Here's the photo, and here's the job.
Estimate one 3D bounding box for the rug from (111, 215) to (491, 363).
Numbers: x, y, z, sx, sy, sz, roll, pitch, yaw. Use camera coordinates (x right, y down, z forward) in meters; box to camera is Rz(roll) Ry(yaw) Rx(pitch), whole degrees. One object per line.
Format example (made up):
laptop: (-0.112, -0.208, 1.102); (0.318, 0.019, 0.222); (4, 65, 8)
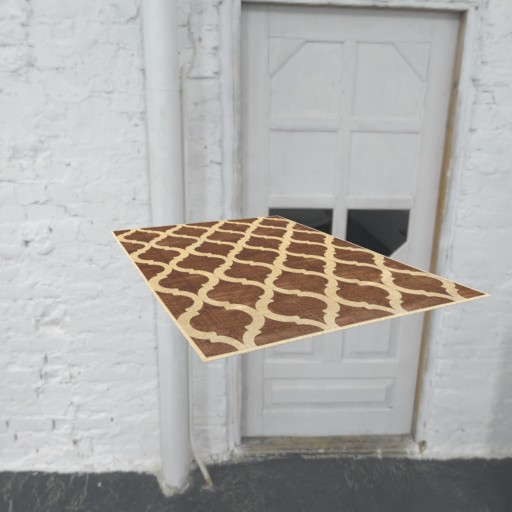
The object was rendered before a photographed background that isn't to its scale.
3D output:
rug: (0.000, 0.000, 2.888); (1.522, 0.008, 2.284); (-8, 18, -24)
